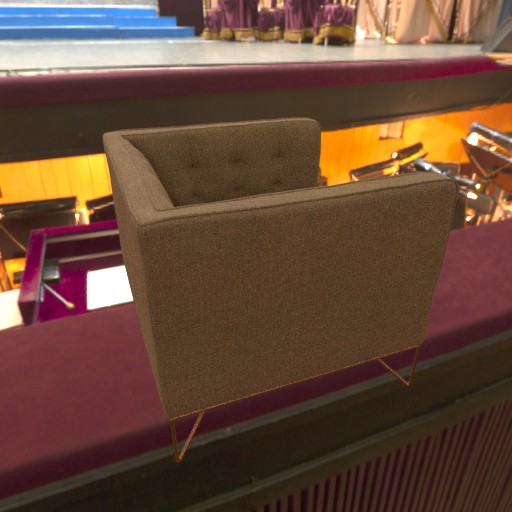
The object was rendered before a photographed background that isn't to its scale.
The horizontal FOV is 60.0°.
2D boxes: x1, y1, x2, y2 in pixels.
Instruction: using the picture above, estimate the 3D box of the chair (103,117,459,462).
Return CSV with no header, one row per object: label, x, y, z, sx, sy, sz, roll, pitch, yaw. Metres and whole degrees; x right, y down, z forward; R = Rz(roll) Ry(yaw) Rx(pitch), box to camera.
chair,0.000,0.000,1.640,0.912,0.799,0.920,-11,31,-19
